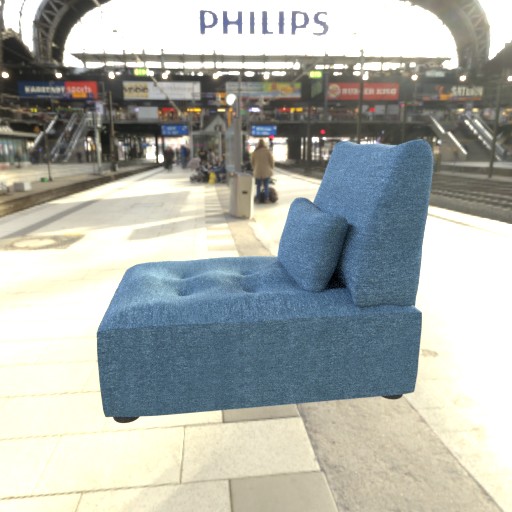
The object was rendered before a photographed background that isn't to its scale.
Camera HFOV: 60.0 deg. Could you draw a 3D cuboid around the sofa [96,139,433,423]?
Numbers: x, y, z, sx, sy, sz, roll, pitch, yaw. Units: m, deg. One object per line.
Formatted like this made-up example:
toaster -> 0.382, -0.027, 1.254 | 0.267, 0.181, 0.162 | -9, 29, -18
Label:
sofa -> 0.000, 0.000, 1.595 | 1.000, 0.820, 0.700 | -2, 13, -9
